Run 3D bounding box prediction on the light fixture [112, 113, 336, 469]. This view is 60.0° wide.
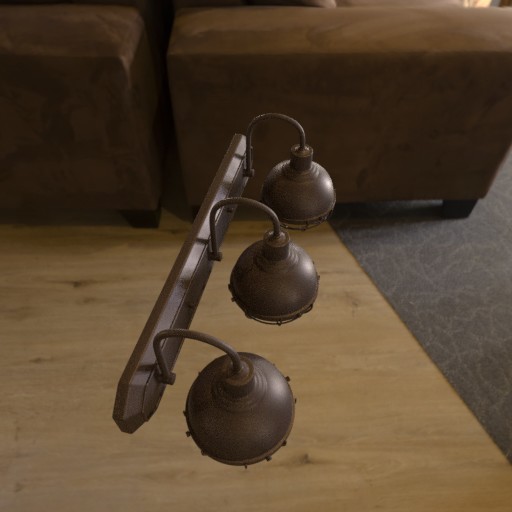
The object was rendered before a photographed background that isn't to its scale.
[{"bbox_3d":[0.000,0.000,0.759,0.229,0.254,0.634,11,50,9],"label":"light fixture"}]
